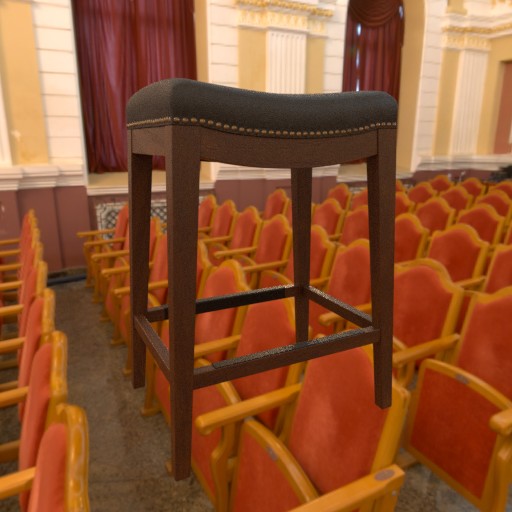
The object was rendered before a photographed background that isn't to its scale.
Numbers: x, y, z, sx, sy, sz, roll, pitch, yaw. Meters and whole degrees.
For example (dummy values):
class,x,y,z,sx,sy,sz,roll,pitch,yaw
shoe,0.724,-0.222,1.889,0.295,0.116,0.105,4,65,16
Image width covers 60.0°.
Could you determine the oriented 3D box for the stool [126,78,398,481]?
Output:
class,x,y,z,sx,sy,sz,roll,pitch,yaw
stool,0.000,0.000,0.936,0.490,0.664,0.353,-7,16,-26
